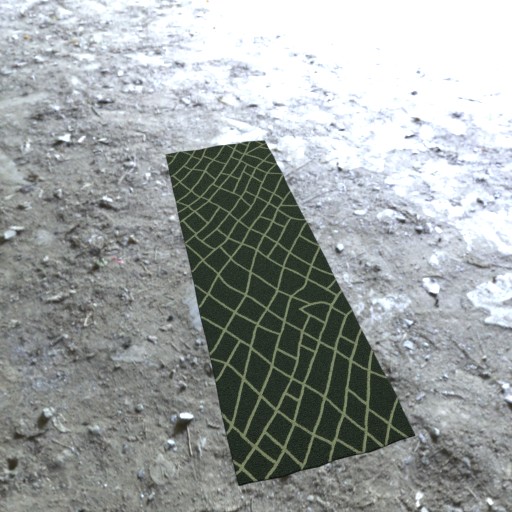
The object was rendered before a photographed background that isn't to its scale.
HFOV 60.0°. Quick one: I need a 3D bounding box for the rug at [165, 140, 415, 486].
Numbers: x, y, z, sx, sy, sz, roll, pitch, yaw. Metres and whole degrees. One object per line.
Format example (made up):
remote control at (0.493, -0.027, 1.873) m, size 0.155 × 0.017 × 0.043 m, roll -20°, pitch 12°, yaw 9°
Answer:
rug at (0.000, 0.000, 2.676) m, size 0.807 × 0.010 × 2.476 m, roll -11°, pitch 47°, yaw -10°
